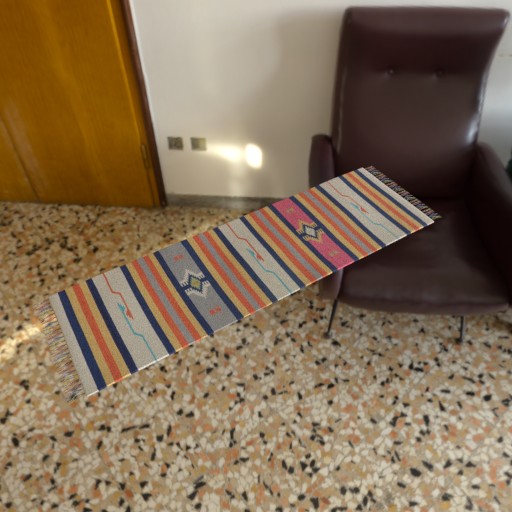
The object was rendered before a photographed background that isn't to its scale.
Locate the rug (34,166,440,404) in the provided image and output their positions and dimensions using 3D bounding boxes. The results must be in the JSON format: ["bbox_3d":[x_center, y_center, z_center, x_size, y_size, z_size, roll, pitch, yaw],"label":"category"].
[{"bbox_3d":[0.000,0.000,2.675,2.455,0.017,0.695,-24,52,-21],"label":"rug"}]
